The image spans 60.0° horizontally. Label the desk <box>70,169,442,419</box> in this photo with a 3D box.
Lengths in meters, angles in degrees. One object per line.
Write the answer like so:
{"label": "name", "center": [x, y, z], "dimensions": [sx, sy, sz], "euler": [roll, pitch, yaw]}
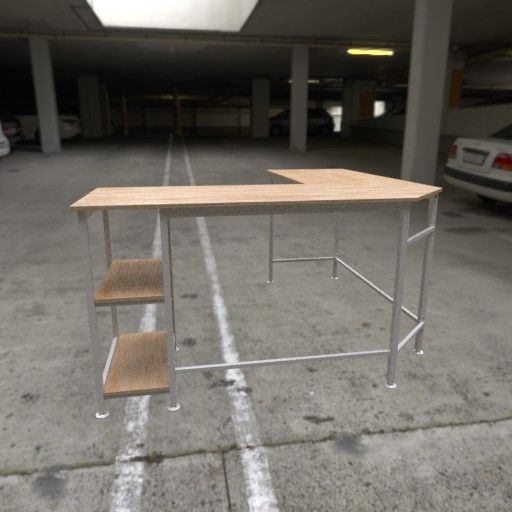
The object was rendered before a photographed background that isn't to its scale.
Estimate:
{"label": "desk", "center": [0.000, 0.000, 2.196], "dimensions": [1.379, 0.739, 1.379], "euler": [-3, 15, -10]}
